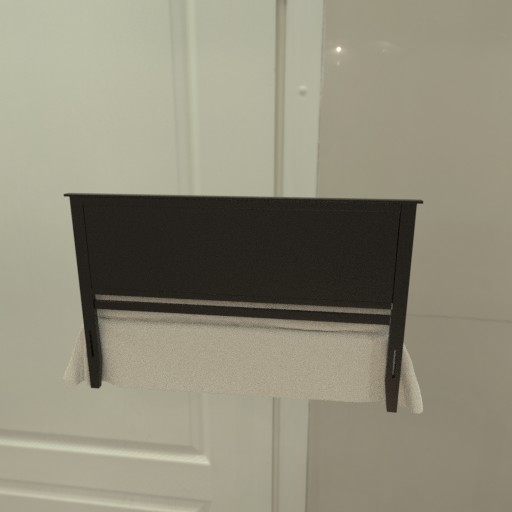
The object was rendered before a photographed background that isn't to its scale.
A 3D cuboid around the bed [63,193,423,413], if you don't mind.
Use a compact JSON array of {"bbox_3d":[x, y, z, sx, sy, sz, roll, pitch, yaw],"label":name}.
[{"bbox_3d":[0.000,0.000,3.648,2.315,1.271,2.219,2,16,8],"label":"bed"}]
